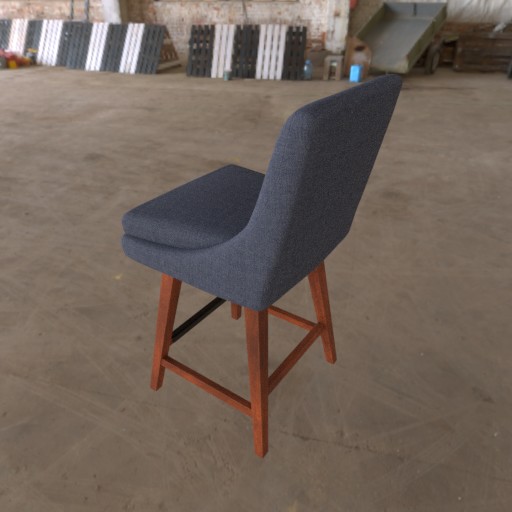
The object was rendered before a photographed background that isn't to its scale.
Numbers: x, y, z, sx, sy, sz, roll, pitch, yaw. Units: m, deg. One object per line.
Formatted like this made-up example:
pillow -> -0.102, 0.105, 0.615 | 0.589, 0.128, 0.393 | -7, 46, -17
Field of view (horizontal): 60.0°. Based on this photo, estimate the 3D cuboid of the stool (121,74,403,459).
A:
stool -> 0.000, 0.000, 1.164 | 0.524, 0.895, 0.467 | 20, 37, 29
